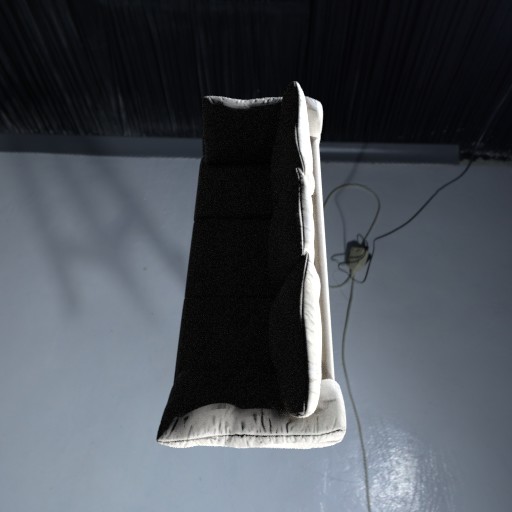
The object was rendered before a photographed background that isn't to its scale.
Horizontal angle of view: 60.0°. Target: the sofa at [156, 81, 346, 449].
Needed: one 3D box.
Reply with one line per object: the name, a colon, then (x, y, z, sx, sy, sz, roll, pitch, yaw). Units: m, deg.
sofa: (0.000, 0.000, 2.802, 0.878, 0.996, 2.334, 1, 59, 1)
